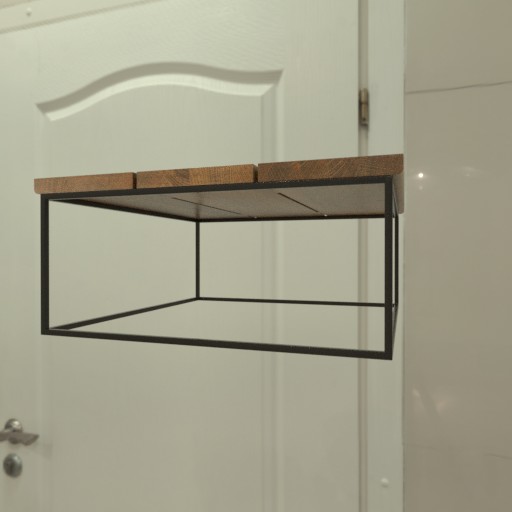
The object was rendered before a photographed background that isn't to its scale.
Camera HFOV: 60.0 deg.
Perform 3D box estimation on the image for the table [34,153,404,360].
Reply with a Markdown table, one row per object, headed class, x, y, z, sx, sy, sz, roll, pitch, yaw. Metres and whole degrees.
| class | x | y | z | sx | sy | sz | roll | pitch | yaw |
| --- | --- | --- | --- | --- | --- | --- | --- | --- | --- |
| table | 0.000 | 0.000 | 1.422 | 0.900 | 0.400 | 0.900 | 0 | 0 | 19 |
